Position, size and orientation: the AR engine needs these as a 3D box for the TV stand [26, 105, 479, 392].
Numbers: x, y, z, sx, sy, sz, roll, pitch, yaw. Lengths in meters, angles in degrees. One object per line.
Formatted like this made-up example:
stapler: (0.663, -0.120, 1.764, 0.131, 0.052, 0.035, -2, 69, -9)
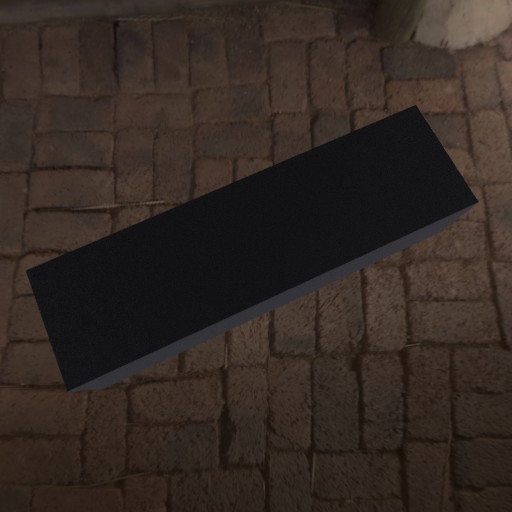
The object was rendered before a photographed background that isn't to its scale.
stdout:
TV stand: (0.000, 0.000, 1.569, 1.312, 0.518, 0.390, -24, 76, -6)
